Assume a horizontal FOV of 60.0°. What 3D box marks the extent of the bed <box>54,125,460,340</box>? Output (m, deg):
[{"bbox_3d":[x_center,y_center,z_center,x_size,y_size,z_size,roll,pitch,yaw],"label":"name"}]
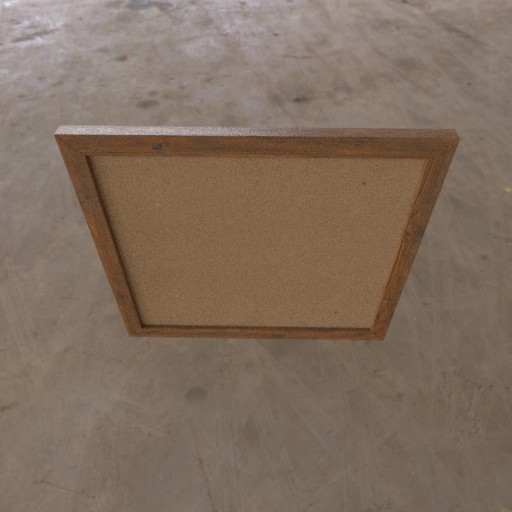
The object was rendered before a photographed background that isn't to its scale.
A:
[{"bbox_3d":[0.000,0.000,1.497,1.046,0.942,0.046,1,47,1],"label":"bed"}]
